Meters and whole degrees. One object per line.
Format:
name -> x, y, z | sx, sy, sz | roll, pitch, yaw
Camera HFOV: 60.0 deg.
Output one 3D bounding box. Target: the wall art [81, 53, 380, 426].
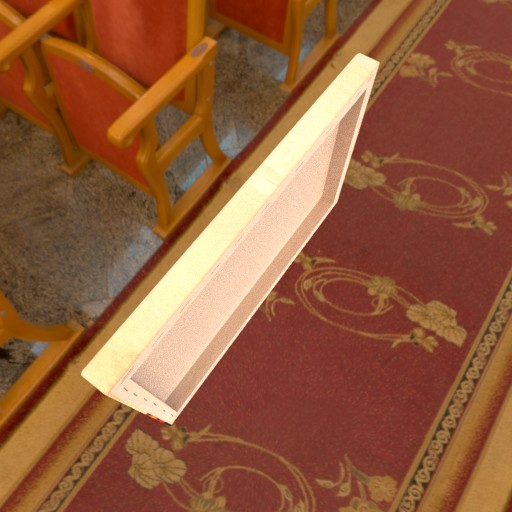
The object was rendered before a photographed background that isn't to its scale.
wall art -> 0.000, 0.000, 0.769 | 0.040, 0.402, 0.613 | 33, 69, 14
